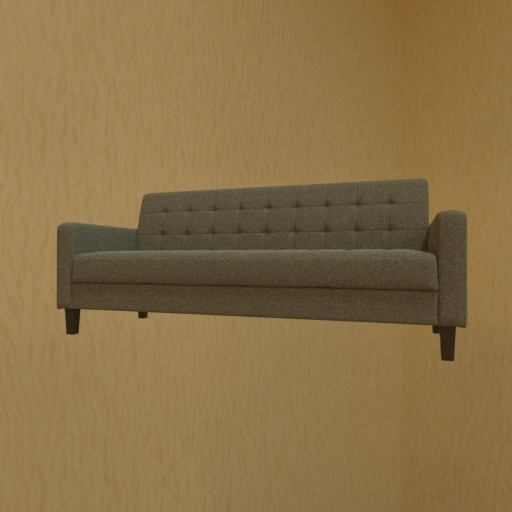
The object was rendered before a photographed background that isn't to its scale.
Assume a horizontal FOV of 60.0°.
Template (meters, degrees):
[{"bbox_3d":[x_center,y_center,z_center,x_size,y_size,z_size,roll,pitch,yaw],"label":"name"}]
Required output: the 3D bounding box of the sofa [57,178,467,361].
[{"bbox_3d":[0.000,0.000,2.430,2.040,0.850,0.810,0,0,19],"label":"sofa"}]
